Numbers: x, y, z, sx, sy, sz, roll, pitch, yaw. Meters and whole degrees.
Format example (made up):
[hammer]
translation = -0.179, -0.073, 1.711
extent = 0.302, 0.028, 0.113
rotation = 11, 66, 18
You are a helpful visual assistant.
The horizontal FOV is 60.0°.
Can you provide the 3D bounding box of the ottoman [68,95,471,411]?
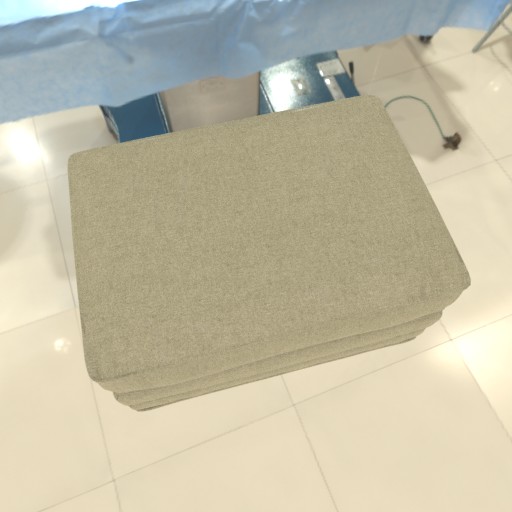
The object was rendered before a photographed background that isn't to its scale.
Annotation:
[ottoman]
translation = 0.000, 0.000, 1.205
extent = 0.848, 0.508, 0.611
rotation = -13, 65, -6
